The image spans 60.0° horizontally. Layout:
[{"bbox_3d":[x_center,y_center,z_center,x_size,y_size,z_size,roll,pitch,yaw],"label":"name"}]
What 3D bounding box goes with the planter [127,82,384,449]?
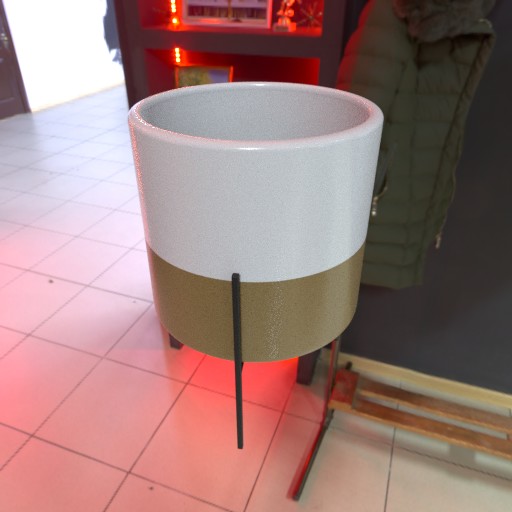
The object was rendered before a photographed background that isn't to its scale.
[{"bbox_3d":[0.000,0.000,0.649,0.310,0.432,0.310,-22,38,-31],"label":"planter"}]
